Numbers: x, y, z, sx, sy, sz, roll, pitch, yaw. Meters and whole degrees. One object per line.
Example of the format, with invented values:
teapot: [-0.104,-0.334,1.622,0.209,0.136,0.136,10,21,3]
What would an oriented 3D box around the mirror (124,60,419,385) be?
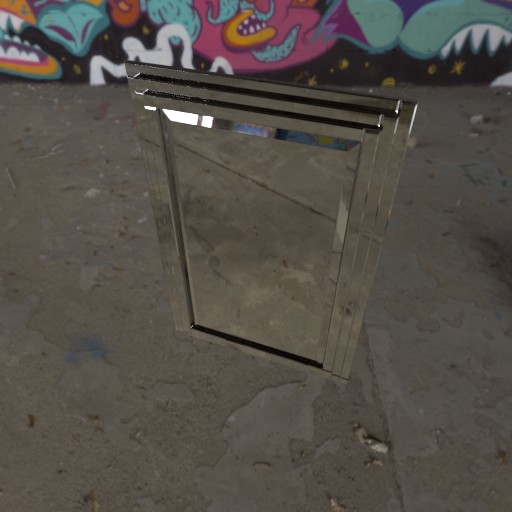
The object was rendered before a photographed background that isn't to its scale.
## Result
mirror: [0.000,0.000,1.171,0.613,0.914,0.039,14,44,15]
